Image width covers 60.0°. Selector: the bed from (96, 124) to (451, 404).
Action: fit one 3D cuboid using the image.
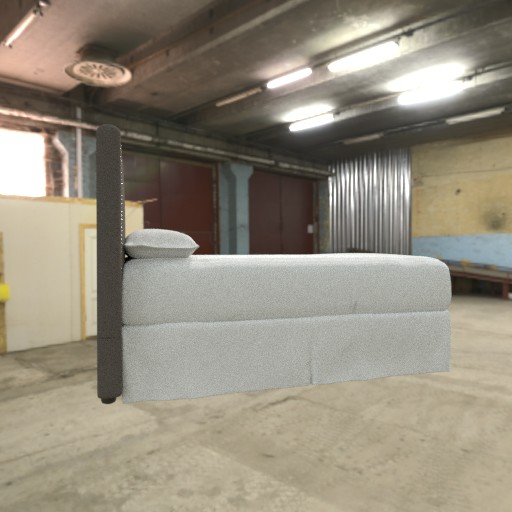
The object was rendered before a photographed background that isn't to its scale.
[{"bbox_3d":[0.000,0.000,3.080,2.036,1.387,1.666,0,1,-17],"label":"bed"}]
